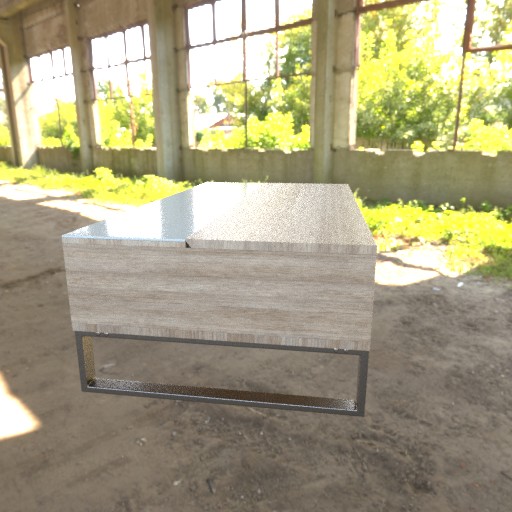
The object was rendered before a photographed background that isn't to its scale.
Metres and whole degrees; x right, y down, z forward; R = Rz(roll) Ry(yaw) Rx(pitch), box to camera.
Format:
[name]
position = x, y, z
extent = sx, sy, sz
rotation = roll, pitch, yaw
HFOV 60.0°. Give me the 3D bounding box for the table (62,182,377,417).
[table]
position = 0.000, 0.000, 1.392
extent = 0.600, 0.350, 1.100
rotation = 2, 15, 8
